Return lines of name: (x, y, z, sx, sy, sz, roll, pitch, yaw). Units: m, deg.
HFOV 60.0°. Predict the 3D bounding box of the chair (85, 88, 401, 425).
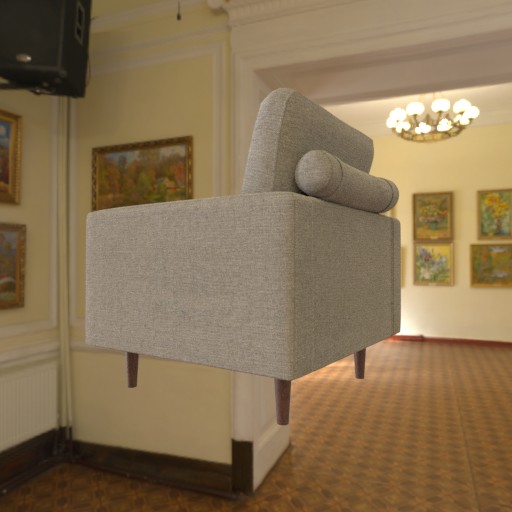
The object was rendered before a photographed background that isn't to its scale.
chair: (0.000, 0.000, 1.540, 0.843, 0.880, 0.821, 0, -1, 34)
